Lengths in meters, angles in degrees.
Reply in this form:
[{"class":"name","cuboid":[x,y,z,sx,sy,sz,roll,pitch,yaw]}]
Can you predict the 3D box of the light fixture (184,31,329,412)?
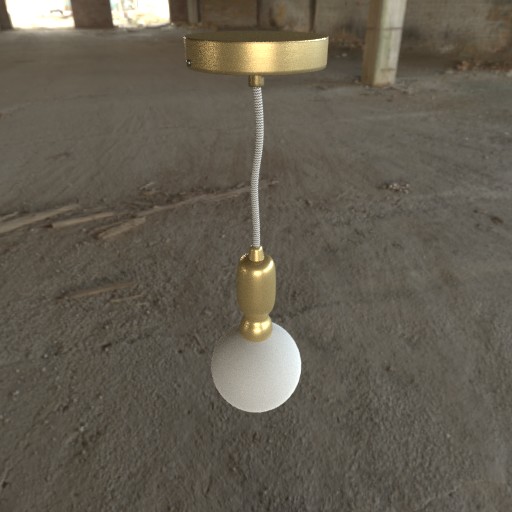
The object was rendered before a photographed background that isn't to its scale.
[{"class":"light fixture","cuboid":[0.000,0.000,0.571,0.147,0.510,0.146,-9,31,-14]}]
